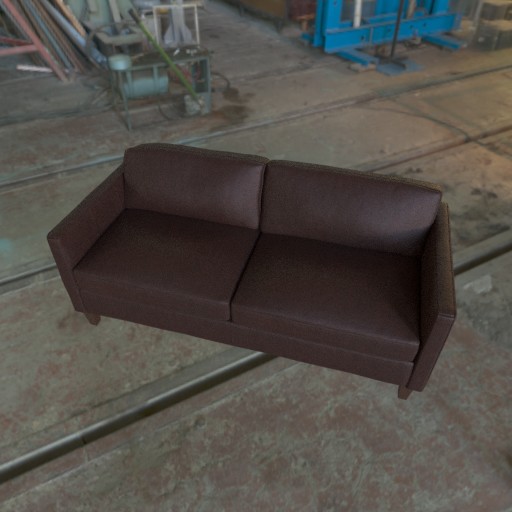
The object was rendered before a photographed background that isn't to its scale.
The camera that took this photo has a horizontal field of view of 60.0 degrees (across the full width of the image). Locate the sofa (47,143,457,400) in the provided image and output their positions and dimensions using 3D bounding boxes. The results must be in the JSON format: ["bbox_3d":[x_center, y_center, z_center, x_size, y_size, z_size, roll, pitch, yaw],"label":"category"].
[{"bbox_3d":[0.000,0.000,2.470,1.971,0.863,0.923,11,42,12],"label":"sofa"}]
